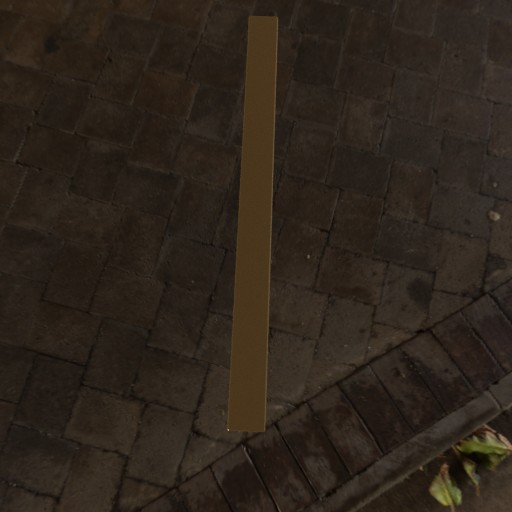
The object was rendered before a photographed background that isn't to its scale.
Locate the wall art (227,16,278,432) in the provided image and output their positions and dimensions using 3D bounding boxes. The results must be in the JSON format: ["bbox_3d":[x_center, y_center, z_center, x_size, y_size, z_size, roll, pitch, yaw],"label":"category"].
[{"bbox_3d":[0.000,0.000,0.453,0.023,0.305,0.305,2,74,1],"label":"wall art"}]
